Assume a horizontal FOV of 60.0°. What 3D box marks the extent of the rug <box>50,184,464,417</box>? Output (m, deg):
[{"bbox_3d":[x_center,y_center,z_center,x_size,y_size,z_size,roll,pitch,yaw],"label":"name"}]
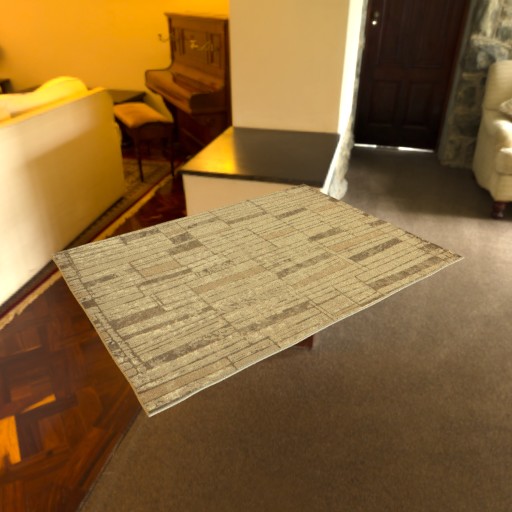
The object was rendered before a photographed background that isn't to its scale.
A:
[{"bbox_3d":[0.000,0.000,4.423,3.357,0.019,2.449,-20,36,-30],"label":"rug"}]
